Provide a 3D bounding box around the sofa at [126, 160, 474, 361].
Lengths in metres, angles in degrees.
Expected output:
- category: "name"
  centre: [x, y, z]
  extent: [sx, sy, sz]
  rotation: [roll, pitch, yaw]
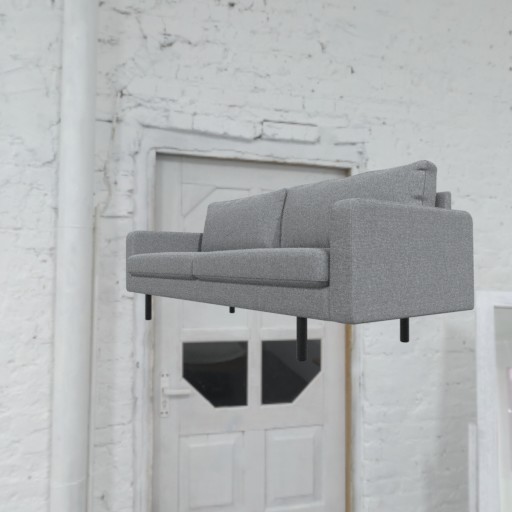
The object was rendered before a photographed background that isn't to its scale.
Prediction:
- category: "sofa"
  centre: [0.000, 0.000, 2.661]
  extent: [0.880, 0.880, 2.200]
  rotation: [1, -1, -37]
